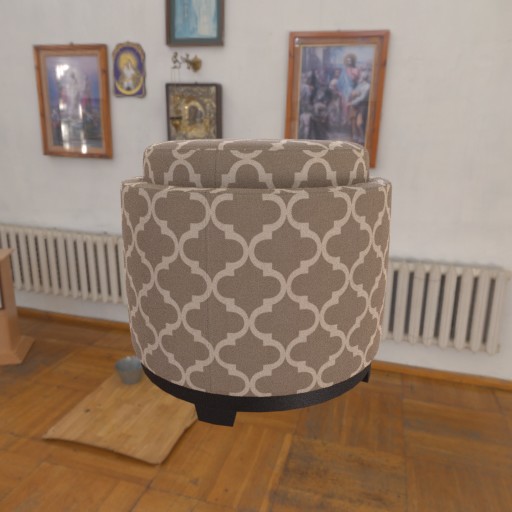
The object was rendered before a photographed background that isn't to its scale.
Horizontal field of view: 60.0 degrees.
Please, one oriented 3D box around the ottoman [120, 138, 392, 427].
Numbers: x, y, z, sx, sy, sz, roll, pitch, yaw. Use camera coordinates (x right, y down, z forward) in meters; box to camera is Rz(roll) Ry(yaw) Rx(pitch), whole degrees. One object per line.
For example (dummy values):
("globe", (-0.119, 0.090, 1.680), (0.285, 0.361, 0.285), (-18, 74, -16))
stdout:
("ottoman", (0.000, 0.000, 0.839), (0.480, 0.429, 0.480), (0, 14, 0))
